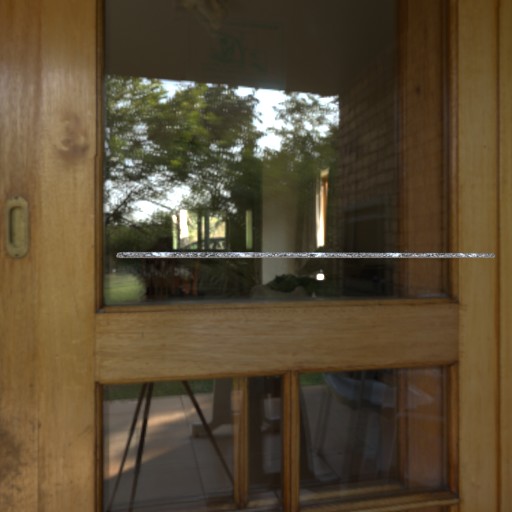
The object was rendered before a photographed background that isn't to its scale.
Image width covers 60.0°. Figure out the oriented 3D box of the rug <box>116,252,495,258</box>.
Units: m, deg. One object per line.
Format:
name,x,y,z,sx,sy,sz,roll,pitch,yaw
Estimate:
rug,0.000,0.000,4.062,2.438,0.029,3.047,0,0,-18
